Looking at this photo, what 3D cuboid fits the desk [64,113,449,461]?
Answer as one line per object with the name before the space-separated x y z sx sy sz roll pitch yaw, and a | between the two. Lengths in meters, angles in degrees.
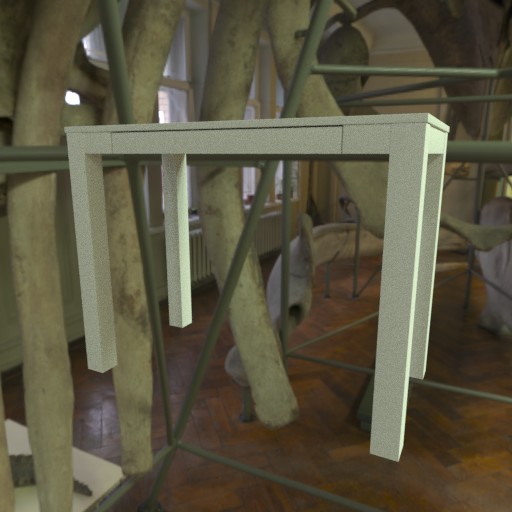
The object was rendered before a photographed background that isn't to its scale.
desk | 0.000 0.000 1.360 0.990 0.762 0.497 7 15 26
